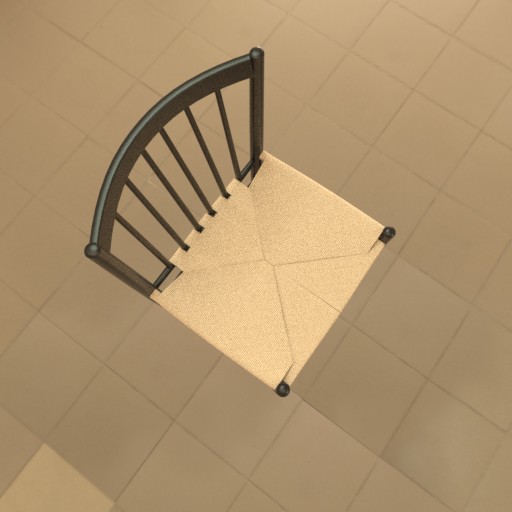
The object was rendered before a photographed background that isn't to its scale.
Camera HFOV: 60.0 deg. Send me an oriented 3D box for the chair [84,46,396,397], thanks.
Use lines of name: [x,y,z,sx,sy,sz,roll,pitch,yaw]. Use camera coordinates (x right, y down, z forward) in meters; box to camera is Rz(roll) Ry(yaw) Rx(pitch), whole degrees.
chair: [0.000,0.000,1.135,0.516,0.818,0.495,35,79,8]
